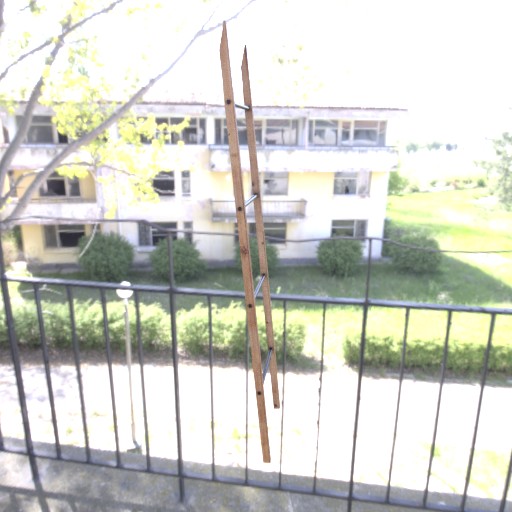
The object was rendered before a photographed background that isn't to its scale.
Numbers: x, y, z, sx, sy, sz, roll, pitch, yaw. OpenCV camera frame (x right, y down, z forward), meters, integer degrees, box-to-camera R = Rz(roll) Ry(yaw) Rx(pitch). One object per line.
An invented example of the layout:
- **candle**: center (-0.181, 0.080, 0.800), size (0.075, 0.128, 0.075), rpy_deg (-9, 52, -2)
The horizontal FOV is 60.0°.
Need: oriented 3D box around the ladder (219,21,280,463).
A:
- **ladder**: center (0.000, 0.000, 1.974), size (0.200, 1.805, 0.442), rpy_deg (2, 15, 9)
